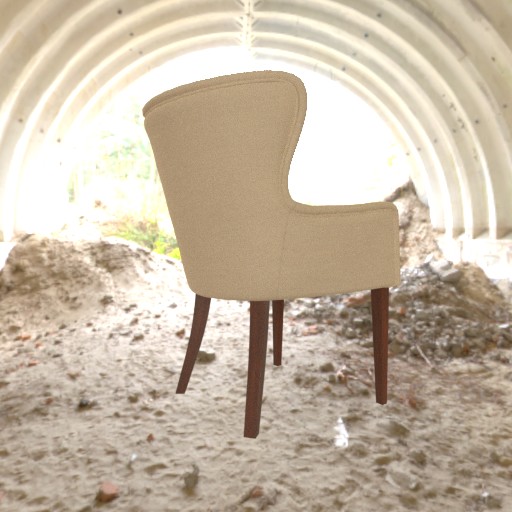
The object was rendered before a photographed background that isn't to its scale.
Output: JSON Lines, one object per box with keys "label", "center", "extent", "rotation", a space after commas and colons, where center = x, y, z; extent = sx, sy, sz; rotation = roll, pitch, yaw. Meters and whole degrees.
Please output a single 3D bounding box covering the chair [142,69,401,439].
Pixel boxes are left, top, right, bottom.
{"label": "chair", "center": [0.000, 0.000, 1.509], "extent": [0.744, 0.990, 0.696], "rotation": [-2, 3, -36]}
